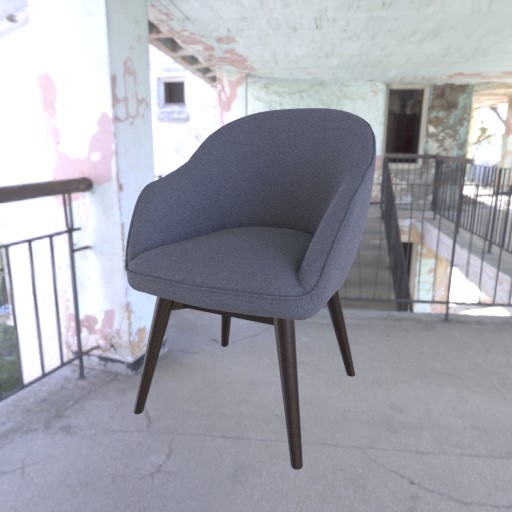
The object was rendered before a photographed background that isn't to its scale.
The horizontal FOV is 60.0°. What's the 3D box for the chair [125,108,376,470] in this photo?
[{"bbox_3d":[0.000,0.000,1.218,0.589,0.810,0.611,7,16,26],"label":"chair"}]
